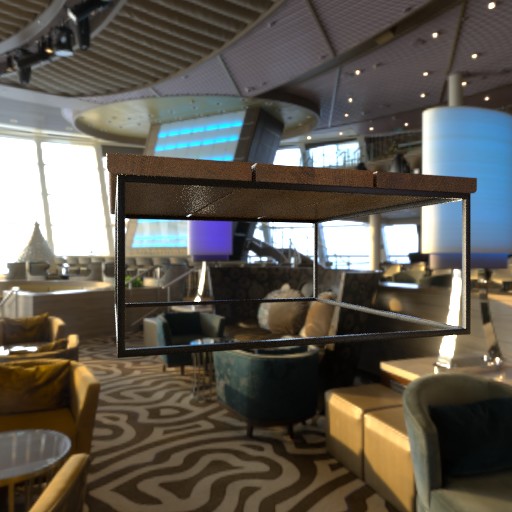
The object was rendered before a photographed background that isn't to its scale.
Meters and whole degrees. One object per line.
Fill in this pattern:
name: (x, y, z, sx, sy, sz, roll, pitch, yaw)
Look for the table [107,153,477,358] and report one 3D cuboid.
table: (0.000, 0.000, 1.426, 0.900, 0.400, 0.900, 0, 0, -18)
